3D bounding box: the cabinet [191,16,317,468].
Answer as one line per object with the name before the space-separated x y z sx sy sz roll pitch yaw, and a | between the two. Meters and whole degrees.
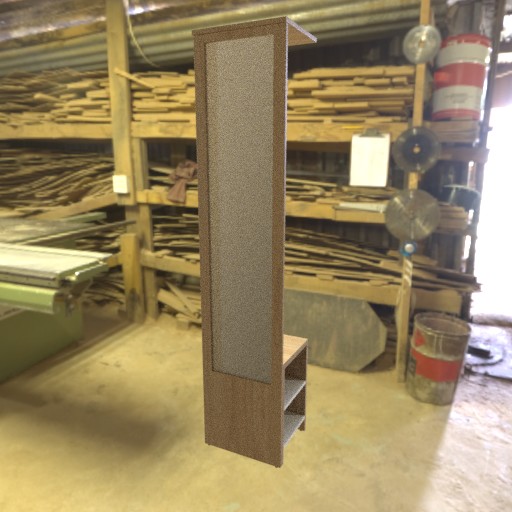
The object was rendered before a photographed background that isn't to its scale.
cabinet | 0.000 0.000 2.037 0.411 1.879 0.338 6 14 26
